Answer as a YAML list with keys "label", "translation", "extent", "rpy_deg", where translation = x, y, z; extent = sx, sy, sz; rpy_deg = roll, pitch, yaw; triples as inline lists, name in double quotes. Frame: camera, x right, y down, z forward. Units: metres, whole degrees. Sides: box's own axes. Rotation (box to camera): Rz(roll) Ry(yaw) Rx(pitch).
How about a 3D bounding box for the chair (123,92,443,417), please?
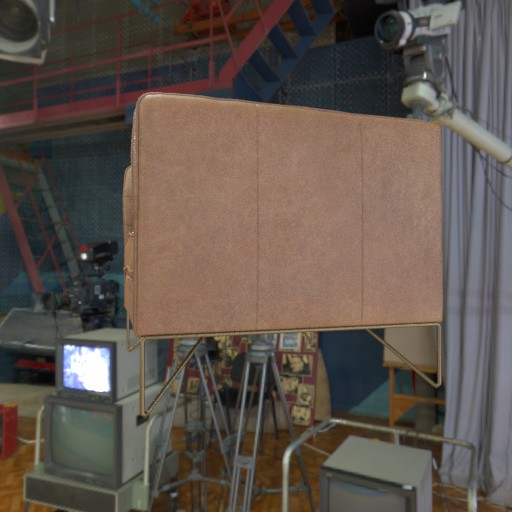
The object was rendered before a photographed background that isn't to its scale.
- label: "chair"
  translation: [0.000, 0.000, 1.611]
  extent: [0.912, 0.797, 0.920]
  rpy_deg: [1, -2, -18]
